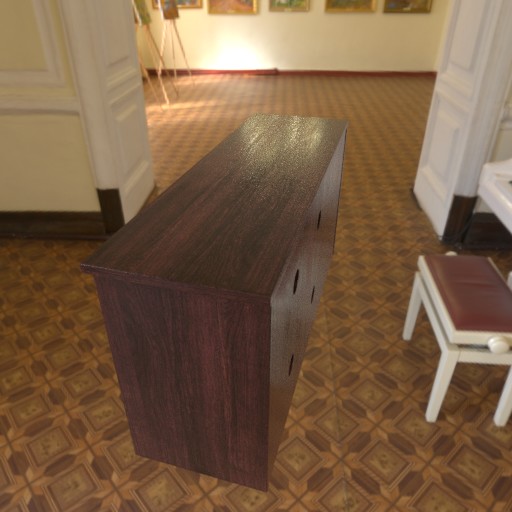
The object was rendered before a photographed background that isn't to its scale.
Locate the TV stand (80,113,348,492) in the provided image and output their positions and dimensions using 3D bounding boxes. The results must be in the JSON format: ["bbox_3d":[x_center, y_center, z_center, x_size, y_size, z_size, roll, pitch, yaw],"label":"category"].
[{"bbox_3d":[0.000,0.000,1.463,0.404,0.614,1.192,9,33,14],"label":"TV stand"}]
